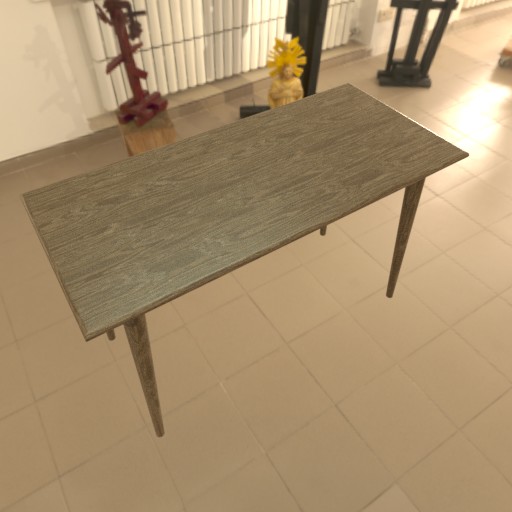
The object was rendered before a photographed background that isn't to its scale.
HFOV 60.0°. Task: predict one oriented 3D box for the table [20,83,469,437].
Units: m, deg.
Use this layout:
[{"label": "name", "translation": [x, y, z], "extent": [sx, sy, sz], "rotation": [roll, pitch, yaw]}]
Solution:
[{"label": "table", "translation": [0.000, 0.000, 1.678], "extent": [1.300, 0.780, 0.599], "rotation": [-26, 52, -22]}]
